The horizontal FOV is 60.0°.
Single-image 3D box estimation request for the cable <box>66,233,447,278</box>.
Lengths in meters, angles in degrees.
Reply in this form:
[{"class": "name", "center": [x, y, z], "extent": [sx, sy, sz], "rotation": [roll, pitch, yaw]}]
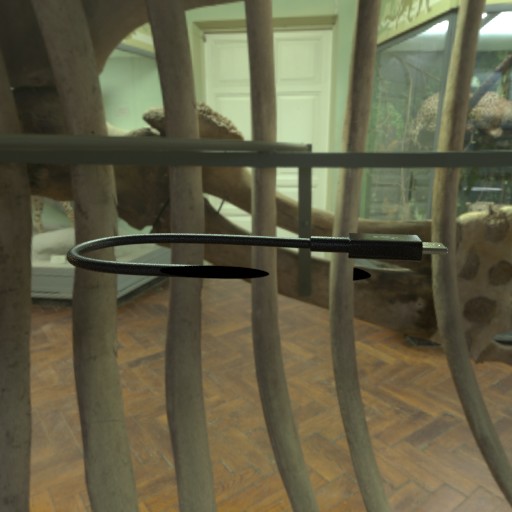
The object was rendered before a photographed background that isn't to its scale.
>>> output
[{"class": "cable", "center": [0.000, 0.000, 0.113], "extent": [0.098, 0.006, 0.040], "rotation": [2, 16, 9]}]
